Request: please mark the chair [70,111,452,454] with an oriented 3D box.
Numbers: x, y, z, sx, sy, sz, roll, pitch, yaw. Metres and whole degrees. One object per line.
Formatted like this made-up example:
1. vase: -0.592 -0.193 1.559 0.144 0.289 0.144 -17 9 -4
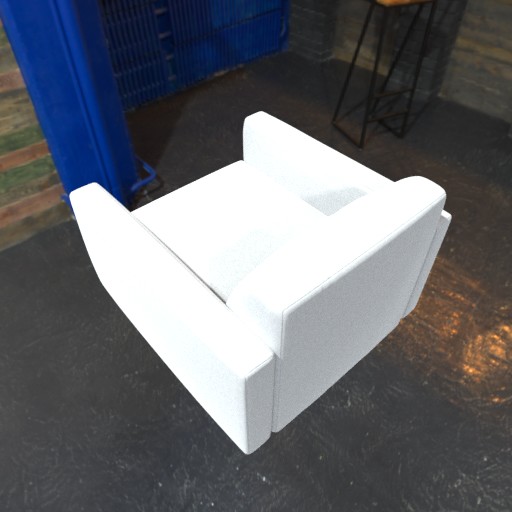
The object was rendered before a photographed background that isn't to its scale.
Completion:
1. chair: 0.000 0.000 1.665 0.953 0.819 0.998 -32 53 -28
